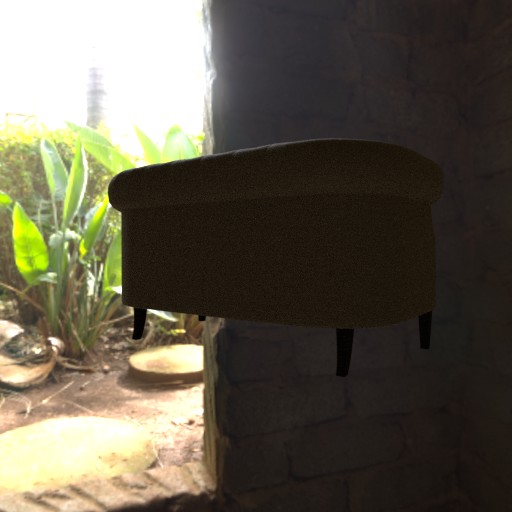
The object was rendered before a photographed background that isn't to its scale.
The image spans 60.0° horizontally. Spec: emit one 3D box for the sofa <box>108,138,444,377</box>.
[{"bbox_3d":[0.000,0.000,2.073,1.558,0.827,0.835,1,1,35],"label":"sofa"}]
